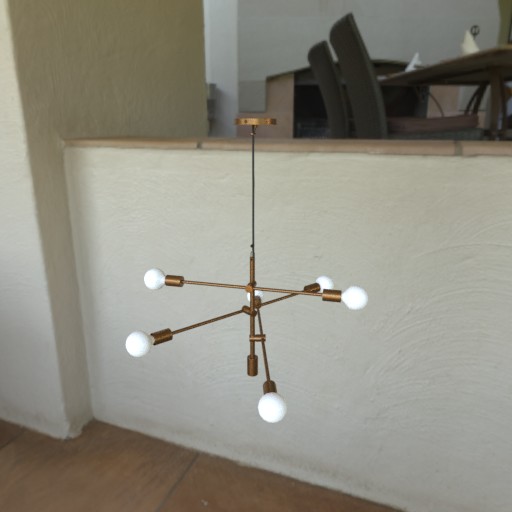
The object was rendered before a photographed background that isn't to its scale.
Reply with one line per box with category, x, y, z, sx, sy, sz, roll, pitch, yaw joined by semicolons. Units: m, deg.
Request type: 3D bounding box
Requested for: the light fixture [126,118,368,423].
light fixture;0.000;0.000;1.258;0.637;0.744;0.682;8;18;25
